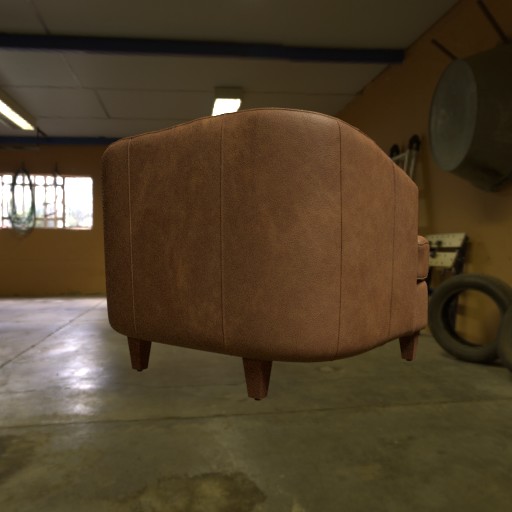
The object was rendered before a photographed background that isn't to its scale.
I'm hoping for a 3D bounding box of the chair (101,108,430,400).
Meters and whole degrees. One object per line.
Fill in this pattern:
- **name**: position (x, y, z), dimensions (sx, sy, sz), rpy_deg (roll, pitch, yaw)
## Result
- **chair**: position (0.000, 0.000, 1.741), dimensions (1.119, 0.836, 0.911), rpy_deg (0, 1, 36)
